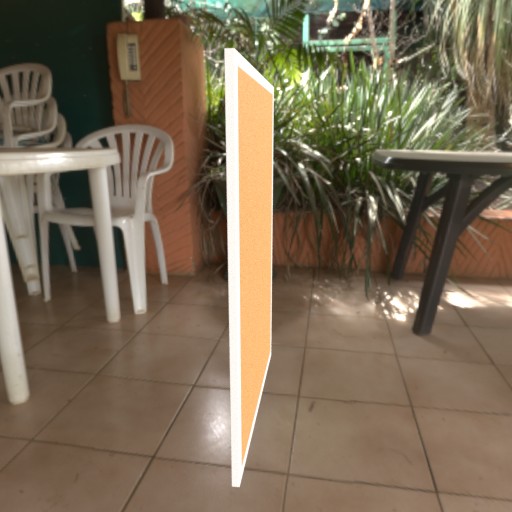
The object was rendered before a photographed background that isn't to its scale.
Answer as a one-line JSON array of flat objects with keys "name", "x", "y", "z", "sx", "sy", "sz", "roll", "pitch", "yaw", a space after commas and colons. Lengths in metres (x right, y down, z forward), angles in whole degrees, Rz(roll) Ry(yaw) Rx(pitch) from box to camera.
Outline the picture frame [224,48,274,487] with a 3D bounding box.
[{"name": "picture frame", "x": 0.000, "y": 0.000, "z": 0.855, "sx": 0.013, "sy": 0.657, "sz": 0.457, "roll": 2, "pitch": 15, "yaw": 8}]
